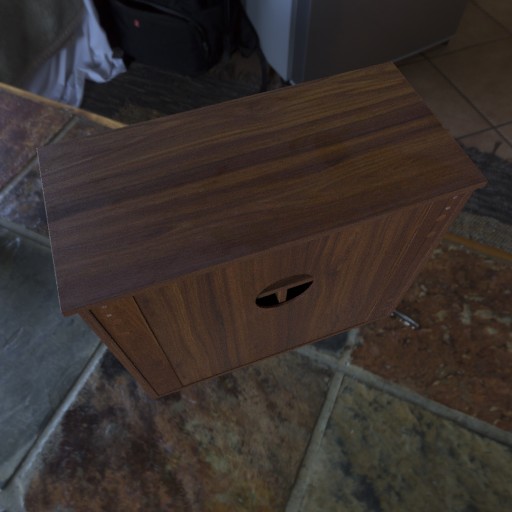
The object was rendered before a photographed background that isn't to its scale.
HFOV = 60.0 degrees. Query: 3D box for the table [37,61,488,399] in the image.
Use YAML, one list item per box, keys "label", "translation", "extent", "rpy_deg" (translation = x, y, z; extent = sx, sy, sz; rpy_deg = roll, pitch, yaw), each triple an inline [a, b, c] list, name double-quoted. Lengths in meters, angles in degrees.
- label: "table"
  translation: [0.000, 0.000, 1.182]
  extent: [0.802, 0.725, 0.390]
  rpy_deg: [-17, 61, -10]
